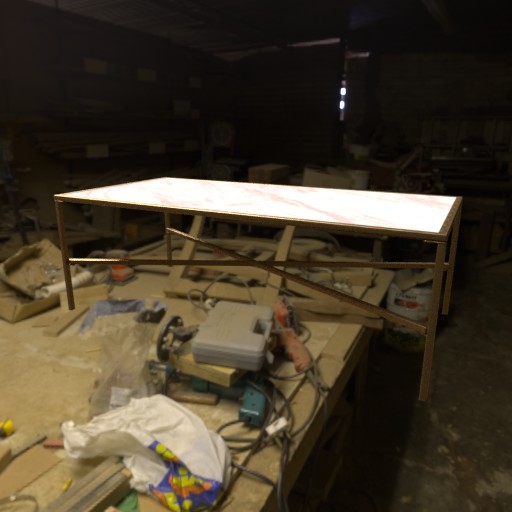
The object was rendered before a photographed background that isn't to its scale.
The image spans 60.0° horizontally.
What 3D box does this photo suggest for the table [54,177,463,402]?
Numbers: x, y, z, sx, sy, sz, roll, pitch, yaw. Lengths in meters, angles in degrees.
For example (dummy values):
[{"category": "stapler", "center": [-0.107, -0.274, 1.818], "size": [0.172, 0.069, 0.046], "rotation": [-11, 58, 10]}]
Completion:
[{"category": "table", "center": [0.000, 0.000, 1.493], "size": [1.197, 0.405, 0.577], "rotation": [8, 18, 26]}]
